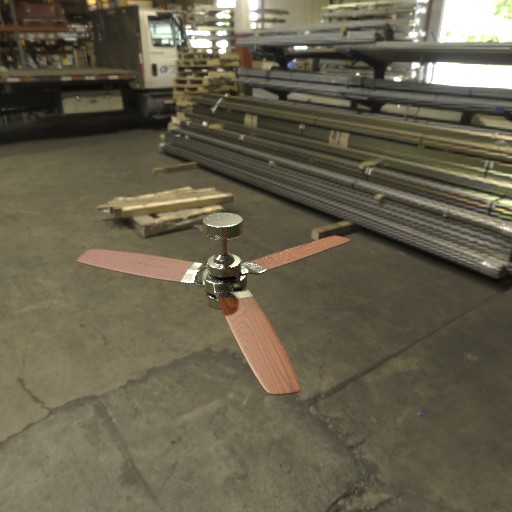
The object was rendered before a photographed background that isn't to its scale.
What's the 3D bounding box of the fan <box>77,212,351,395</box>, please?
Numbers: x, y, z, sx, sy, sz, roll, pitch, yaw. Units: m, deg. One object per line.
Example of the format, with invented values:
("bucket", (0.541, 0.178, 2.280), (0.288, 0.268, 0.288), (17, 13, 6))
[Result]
("fan", (0.000, 0.000, 2.051), (1.271, 0.410, 1.416), (-18, 31, -33))
